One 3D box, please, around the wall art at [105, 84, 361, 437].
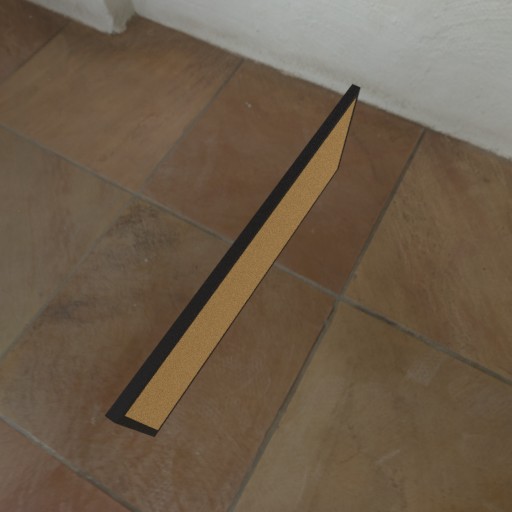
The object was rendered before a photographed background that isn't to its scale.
[{"bbox_3d":[0.000,0.000,1.822,0.041,0.554,1.572,30,68,14],"label":"wall art"}]
